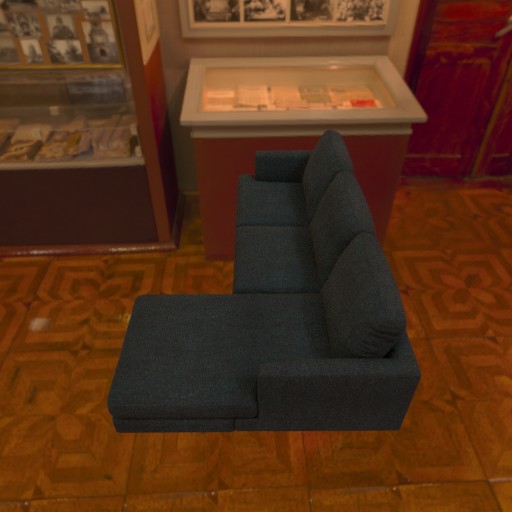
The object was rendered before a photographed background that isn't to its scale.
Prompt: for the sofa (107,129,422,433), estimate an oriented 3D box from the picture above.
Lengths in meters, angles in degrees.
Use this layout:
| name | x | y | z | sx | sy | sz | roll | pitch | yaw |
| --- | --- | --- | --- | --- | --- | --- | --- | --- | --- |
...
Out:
| name | x | y | z | sx | sy | sz | roll | pitch | yaw |
| --- | --- | --- | --- | --- | --- | --- | --- | --- | --- |
| sofa | 0.000 | 0.000 | 3.001 | 1.504 | 0.956 | 2.233 | 0 | 40 | 0 |
